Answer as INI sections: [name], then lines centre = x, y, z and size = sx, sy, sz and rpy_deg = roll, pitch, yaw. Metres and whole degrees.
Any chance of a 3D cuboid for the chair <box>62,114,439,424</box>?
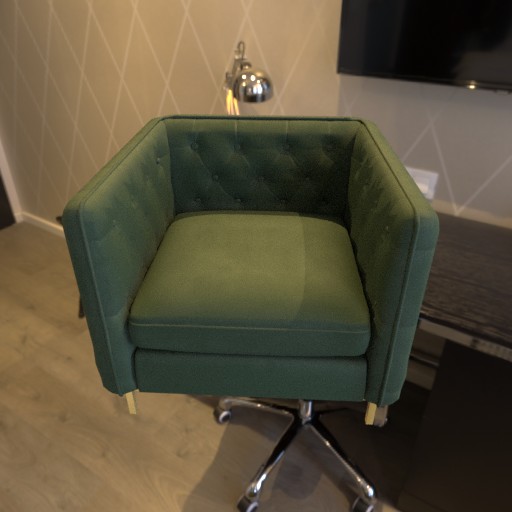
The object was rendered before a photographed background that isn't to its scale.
[chair]
centre = 0.000, 0.000, 1.535
size = 0.917, 0.768, 0.855
rpy_deg = 2, 31, 3
